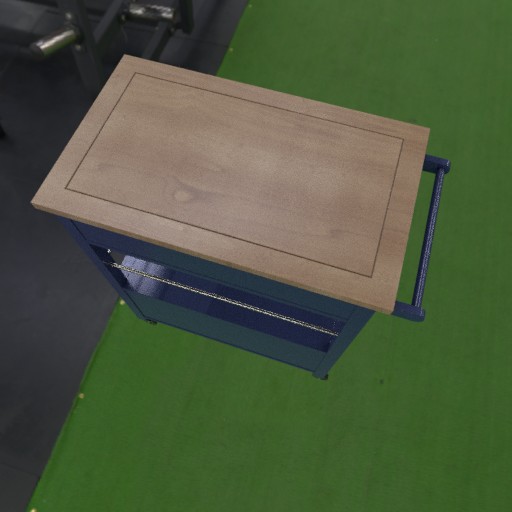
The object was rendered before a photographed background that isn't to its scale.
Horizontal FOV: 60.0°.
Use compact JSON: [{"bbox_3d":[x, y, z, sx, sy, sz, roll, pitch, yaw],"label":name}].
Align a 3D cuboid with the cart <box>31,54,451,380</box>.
[{"bbox_3d":[0.000,0.000,1.369,0.840,0.901,0.459,16,66,8],"label":"cart"}]
